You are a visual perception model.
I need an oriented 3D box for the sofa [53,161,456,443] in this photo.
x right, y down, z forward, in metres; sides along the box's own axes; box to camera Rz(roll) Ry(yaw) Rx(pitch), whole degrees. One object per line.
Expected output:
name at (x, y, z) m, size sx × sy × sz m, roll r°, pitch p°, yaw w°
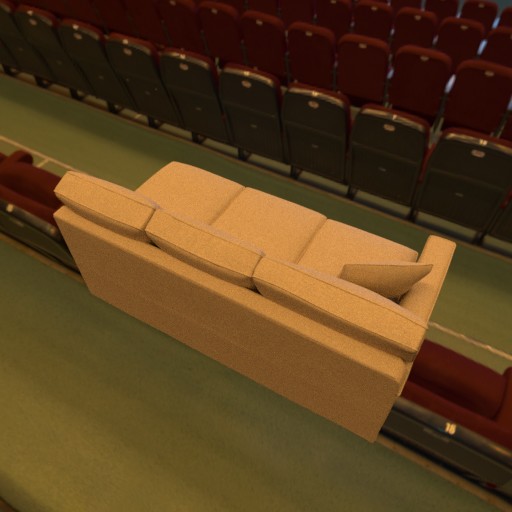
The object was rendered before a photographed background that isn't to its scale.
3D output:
sofa at (0.000, 0.000, 2.564) m, size 1.962 × 0.946 × 1.034 m, roll 23°, pitch 52°, yaw 19°
